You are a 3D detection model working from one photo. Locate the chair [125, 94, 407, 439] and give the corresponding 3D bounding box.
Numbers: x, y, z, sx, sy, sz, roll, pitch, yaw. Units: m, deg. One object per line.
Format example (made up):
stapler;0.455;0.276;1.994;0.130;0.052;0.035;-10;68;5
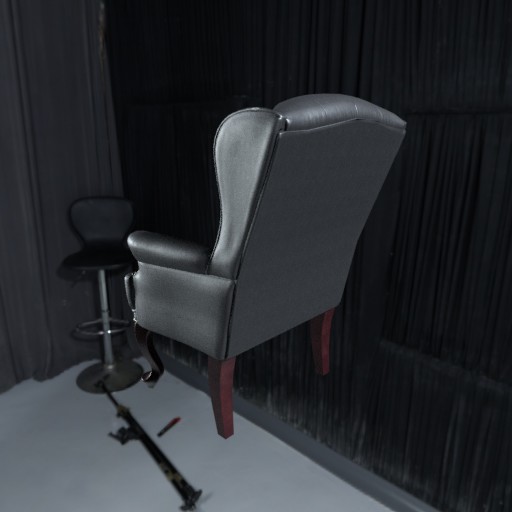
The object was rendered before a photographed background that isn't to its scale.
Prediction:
chair;0.000;0.000;1.689;0.822;1.133;0.831;15;22;42
